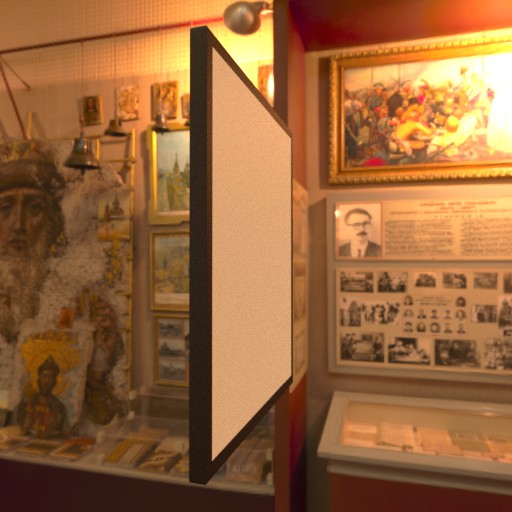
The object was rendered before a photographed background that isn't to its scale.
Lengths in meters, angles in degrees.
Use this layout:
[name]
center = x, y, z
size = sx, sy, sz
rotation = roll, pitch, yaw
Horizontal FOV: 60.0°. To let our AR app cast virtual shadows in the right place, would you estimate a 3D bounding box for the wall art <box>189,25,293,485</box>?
[wall art]
center = 0.000, 0.000, 0.698
size = 0.021, 0.509, 0.430
rotation = 0, -1, 17
